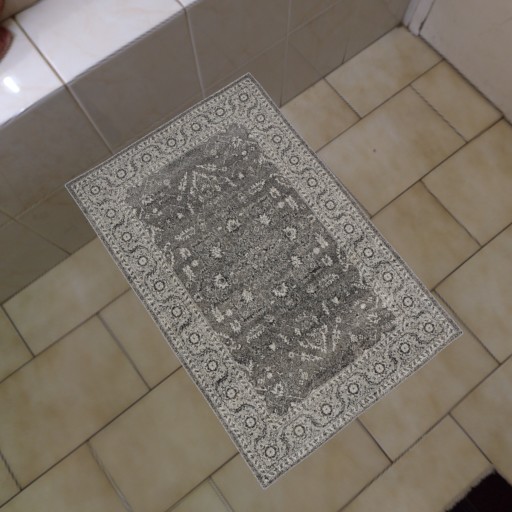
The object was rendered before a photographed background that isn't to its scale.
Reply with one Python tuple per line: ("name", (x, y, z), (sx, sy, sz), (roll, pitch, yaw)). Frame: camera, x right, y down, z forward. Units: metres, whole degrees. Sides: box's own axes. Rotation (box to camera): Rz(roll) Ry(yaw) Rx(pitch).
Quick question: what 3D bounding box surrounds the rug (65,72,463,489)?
("rug", (0.000, 0.000, 2.270), (1.209, 0.019, 1.828), (-35, 78, -8))
